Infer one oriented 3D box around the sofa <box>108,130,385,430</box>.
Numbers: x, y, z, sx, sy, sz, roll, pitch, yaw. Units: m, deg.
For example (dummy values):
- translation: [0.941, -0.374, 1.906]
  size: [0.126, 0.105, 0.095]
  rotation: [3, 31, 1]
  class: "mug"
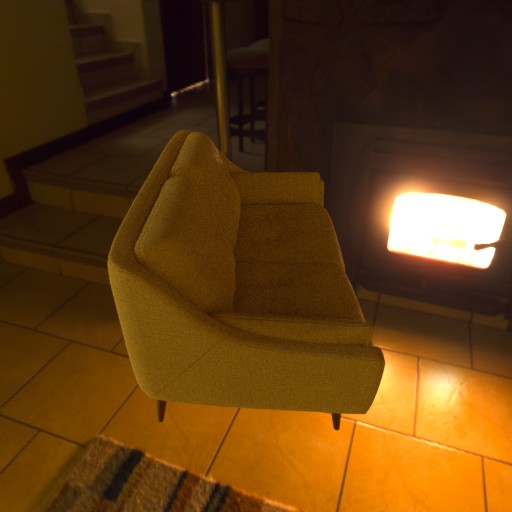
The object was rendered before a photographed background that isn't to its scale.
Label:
- translation: [0.000, 0.000, 2.206]
  size: [0.965, 0.888, 1.652]
  rotation: [0, 31, 0]
  class: "sofa"
